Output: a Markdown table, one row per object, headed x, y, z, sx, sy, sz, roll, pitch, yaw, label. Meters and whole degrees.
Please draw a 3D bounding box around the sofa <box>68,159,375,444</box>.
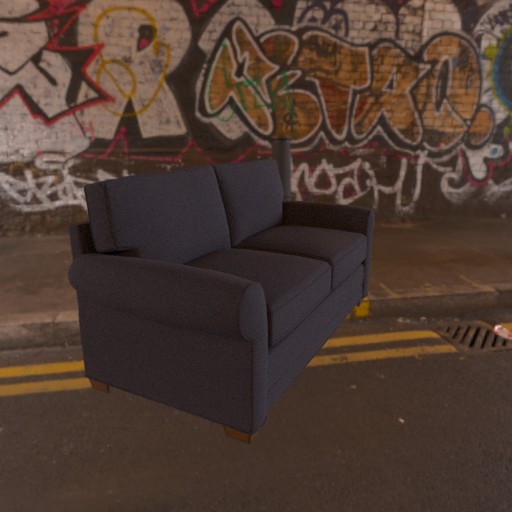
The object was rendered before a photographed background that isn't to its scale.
| x | y | z | sx | sy | sz | roll | pitch | yaw | label |
| --- | --- | --- | --- | --- | --- | --- | --- | --- | --- |
| 0.000 | 0.000 | 2.590 | 0.951 | 1.031 | 2.009 | 8 | 18 | 27 | sofa |
